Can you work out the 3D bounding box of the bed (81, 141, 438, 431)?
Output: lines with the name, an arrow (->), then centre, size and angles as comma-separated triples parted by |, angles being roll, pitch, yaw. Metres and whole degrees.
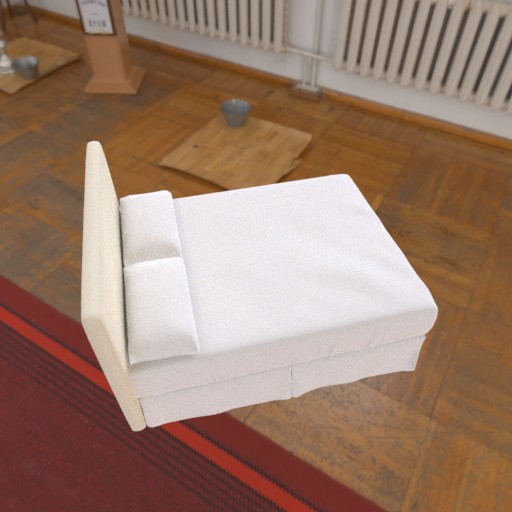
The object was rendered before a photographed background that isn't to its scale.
bed -> 0.000, 0.000, 3.281 | 2.147, 1.330, 1.714 | -10, 46, -10
